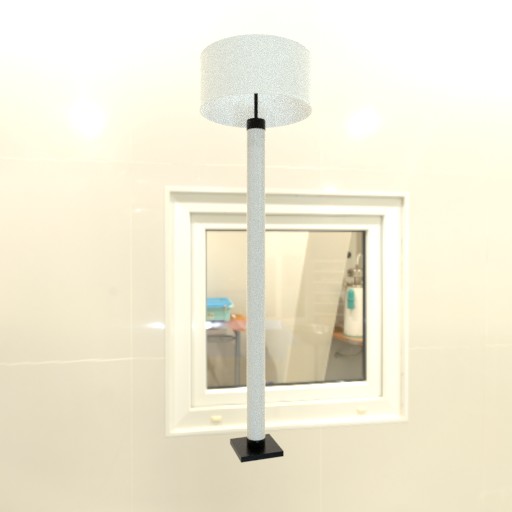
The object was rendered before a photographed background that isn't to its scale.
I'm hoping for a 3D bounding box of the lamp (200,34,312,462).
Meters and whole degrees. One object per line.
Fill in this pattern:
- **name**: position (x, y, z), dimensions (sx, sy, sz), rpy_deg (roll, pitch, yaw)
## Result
- **lamp**: position (0.000, 0.000, 1.668), dimensions (0.420, 1.475, 0.420), rpy_deg (0, 1, -17)
